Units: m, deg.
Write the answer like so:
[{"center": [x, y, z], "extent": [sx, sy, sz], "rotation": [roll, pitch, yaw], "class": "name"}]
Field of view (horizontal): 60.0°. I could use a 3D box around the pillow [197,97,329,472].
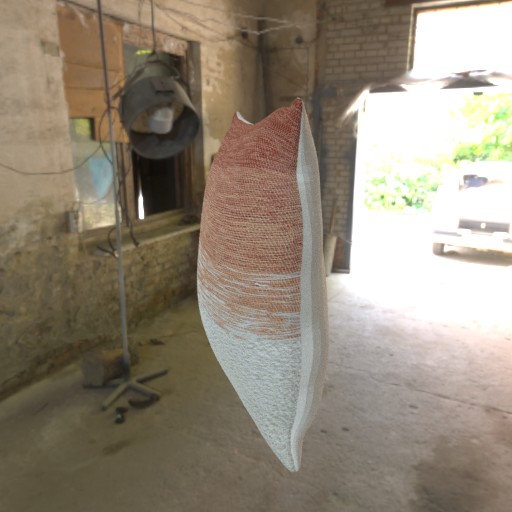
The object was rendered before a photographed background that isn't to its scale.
[{"center": [0.000, 0.000, 0.680], "extent": [0.182, 0.441, 0.440], "rotation": [-3, 16, -10], "class": "pillow"}]
